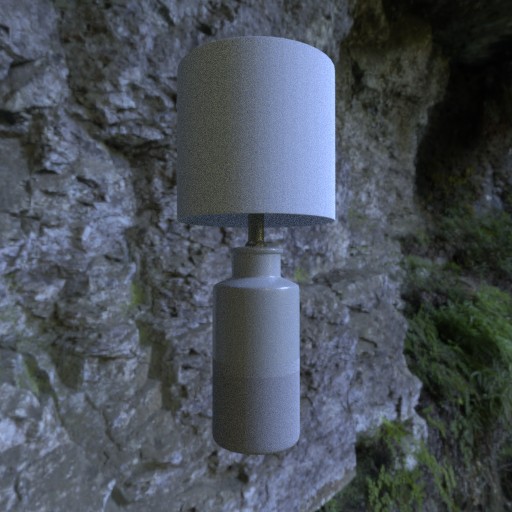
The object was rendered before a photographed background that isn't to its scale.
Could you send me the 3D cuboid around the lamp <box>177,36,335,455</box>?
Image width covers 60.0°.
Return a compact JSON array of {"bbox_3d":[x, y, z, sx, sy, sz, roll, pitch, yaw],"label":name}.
[{"bbox_3d":[0.000,0.000,0.602,0.212,0.493,0.212,-1,-1,36],"label":"lamp"}]
